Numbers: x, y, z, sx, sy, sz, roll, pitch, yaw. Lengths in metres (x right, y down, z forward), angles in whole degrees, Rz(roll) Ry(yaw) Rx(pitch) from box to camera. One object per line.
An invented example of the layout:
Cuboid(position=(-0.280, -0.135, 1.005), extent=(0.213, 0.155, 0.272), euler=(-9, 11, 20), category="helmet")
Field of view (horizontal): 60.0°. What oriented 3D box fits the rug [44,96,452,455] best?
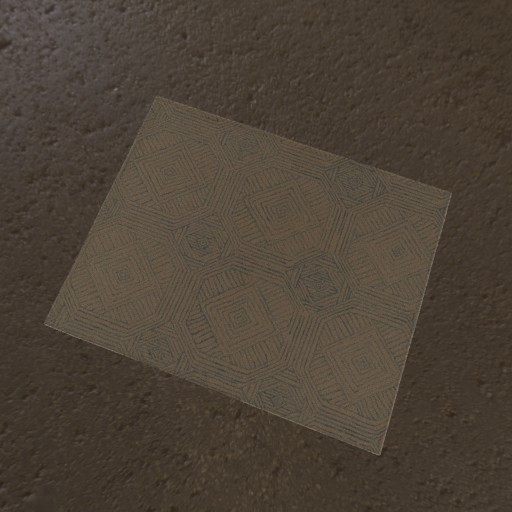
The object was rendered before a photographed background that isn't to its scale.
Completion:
Cuboid(position=(0.000, 0.000, 4.037), extent=(3.049, 0.015, 2.457), euler=(20, 76, 5), category="rug")
